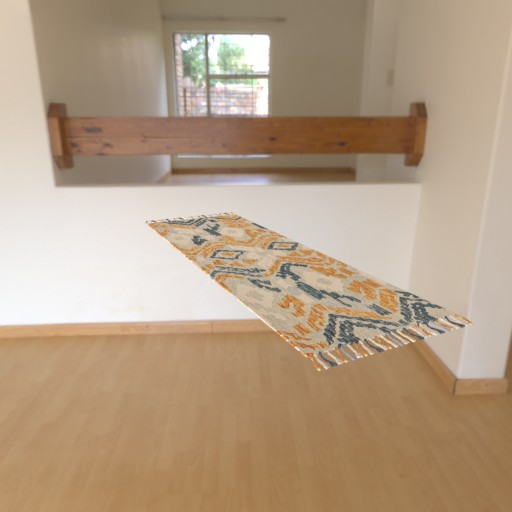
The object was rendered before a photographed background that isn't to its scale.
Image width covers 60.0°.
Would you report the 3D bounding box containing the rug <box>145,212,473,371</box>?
[{"bbox_3d":[0.000,0.000,2.669,0.783,0.010,2.437,-9,20,-26],"label":"rug"}]
